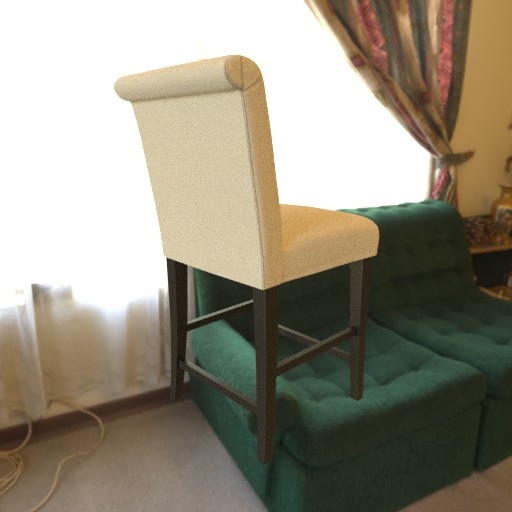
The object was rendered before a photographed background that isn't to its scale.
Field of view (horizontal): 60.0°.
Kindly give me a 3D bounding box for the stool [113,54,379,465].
[{"bbox_3d":[0.000,0.000,1.290,0.597,0.976,0.452,-14,20,-42],"label":"stool"}]
